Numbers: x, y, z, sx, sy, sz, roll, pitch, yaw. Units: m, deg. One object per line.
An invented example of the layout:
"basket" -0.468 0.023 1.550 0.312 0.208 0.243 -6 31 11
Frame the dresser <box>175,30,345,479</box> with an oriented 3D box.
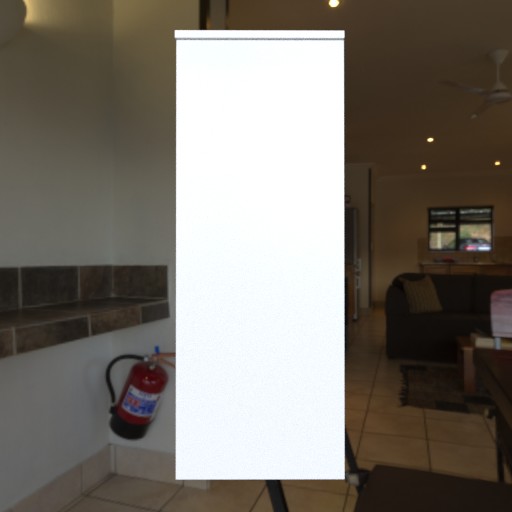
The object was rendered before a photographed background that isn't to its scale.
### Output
"dresser" 0.000 0.000 1.356 0.401 1.021 0.704 0 0 0
